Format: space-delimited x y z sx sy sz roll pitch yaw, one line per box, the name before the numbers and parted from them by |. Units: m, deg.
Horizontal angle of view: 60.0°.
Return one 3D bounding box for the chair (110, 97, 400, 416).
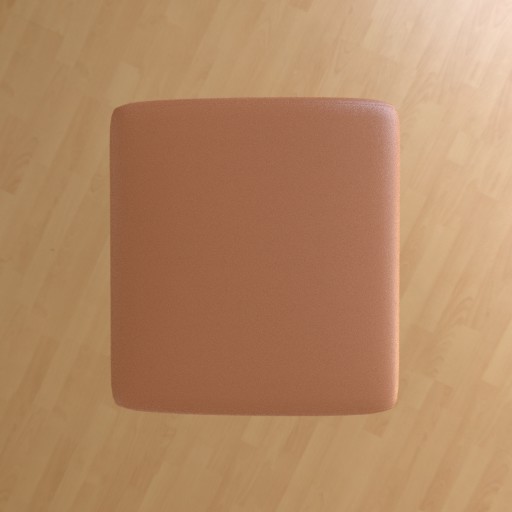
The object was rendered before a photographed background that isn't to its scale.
chair | 0.000 0.000 0.886 0.530 0.410 0.530 0 91 2
